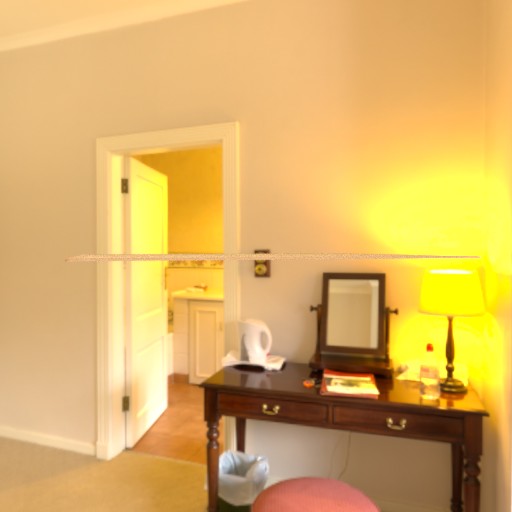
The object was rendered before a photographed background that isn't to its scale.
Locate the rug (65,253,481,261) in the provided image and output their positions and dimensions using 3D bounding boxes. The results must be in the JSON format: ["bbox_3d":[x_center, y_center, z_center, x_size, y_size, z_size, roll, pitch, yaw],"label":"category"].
[{"bbox_3d":[0.000,0.000,2.837,2.134,0.013,1.524,0,1,-19],"label":"rug"}]
